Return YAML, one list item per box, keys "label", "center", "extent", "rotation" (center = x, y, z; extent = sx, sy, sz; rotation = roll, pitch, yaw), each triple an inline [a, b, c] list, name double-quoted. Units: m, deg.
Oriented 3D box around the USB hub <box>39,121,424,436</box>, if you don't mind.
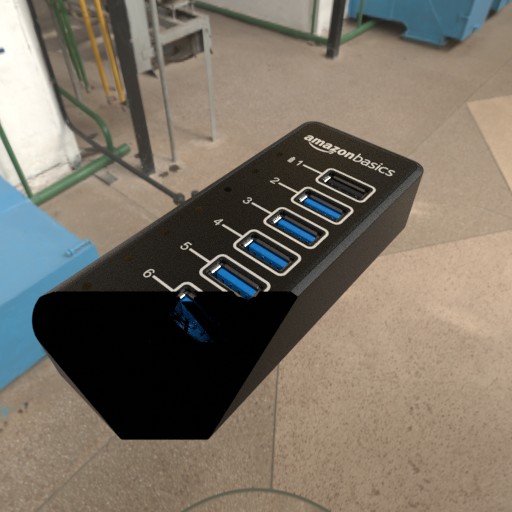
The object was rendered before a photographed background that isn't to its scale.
- label: "USB hub"
  center: [0.000, 0.000, 0.123]
  extent: [0.044, 0.023, 0.110]
  rotation: [32, 54, 27]
